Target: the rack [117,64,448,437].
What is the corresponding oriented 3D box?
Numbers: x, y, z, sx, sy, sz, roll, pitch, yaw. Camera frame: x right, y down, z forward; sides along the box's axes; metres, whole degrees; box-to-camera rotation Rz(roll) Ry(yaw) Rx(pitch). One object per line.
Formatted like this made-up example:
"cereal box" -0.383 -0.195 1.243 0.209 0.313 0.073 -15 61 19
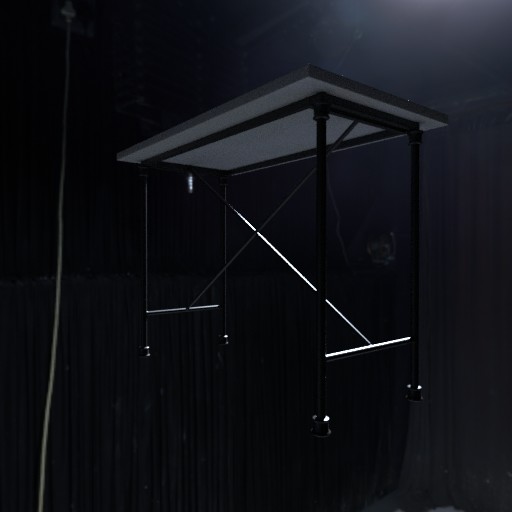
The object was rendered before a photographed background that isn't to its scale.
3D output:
"rack" 0.000 0.000 1.647 0.613 0.880 1.159 0 1 -38
